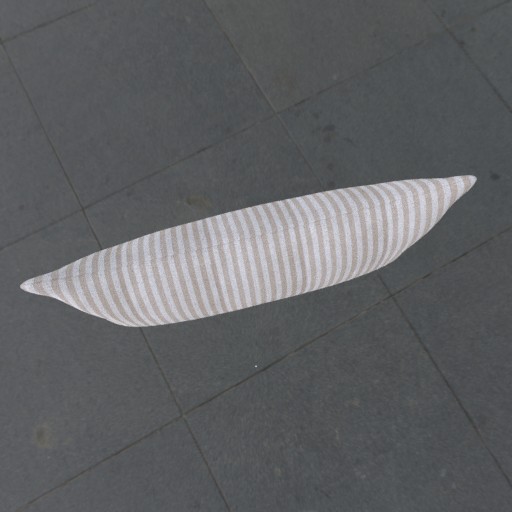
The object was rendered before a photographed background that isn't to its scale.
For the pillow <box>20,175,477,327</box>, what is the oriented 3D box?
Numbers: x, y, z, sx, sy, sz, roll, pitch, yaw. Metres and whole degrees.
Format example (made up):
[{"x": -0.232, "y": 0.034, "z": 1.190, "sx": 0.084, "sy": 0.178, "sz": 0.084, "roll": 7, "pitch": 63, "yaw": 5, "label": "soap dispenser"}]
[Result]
[{"x": 0.000, "y": 0.000, "z": 0.720, "sx": 0.617, "sy": 0.295, "sz": 0.151, "roll": -14, "pitch": 76, "yaw": -3, "label": "pillow"}]
